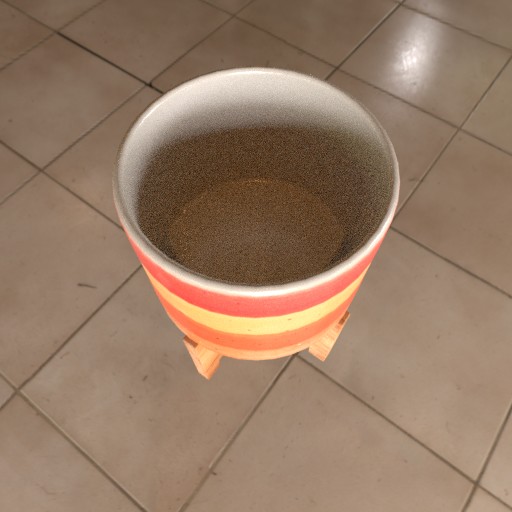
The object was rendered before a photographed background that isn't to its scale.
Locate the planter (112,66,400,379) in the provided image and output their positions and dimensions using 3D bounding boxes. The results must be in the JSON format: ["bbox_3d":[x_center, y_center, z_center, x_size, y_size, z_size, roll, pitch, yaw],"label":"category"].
[{"bbox_3d":[0.000,0.000,0.411,0.199,0.268,0.199,0,62,0],"label":"planter"}]
